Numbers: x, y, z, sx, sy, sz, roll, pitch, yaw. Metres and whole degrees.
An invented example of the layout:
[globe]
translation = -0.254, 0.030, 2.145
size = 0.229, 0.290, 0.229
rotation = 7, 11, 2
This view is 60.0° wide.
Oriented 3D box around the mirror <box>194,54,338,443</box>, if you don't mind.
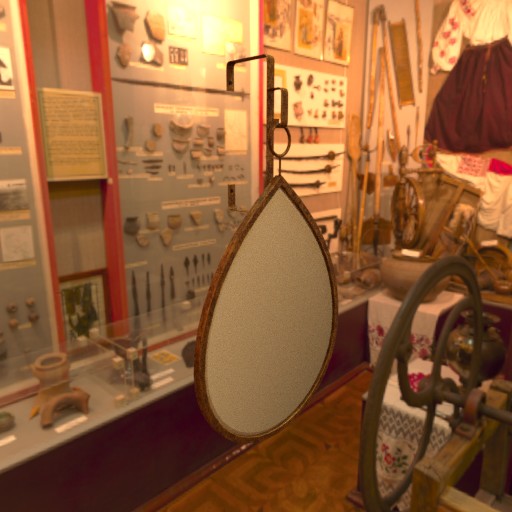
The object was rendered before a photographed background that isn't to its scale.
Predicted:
[mirror]
translation = 0.000, 0.000, 0.894
size = 0.405, 0.744, 0.144
rotation = -13, 19, -43
